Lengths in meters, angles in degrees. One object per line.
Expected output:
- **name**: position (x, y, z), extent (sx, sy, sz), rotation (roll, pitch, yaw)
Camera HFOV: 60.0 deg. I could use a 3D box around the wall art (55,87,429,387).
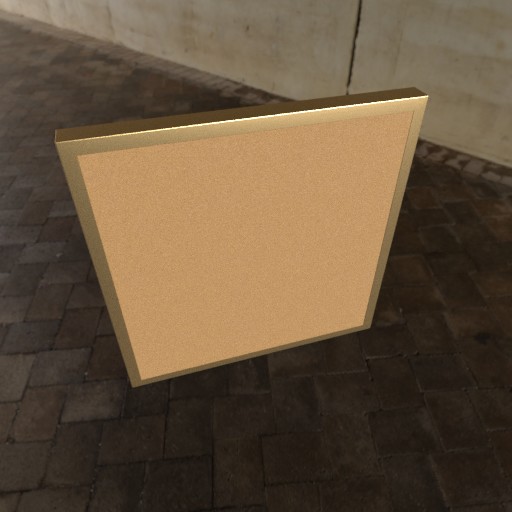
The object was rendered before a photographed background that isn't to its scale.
- **wall art**: position (0.000, 0.000, 0.455), extent (0.305, 0.305, 0.023), rotation (-11, 42, -13)
